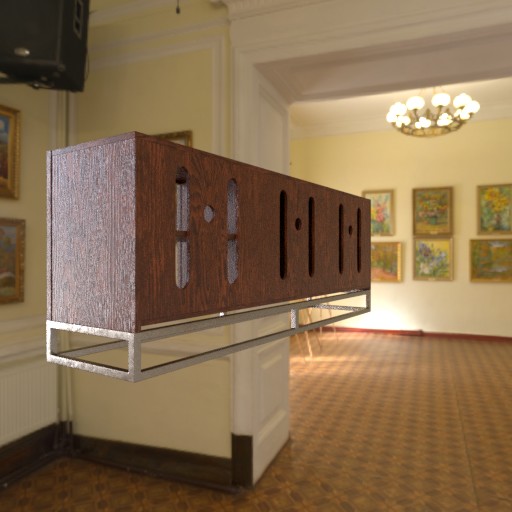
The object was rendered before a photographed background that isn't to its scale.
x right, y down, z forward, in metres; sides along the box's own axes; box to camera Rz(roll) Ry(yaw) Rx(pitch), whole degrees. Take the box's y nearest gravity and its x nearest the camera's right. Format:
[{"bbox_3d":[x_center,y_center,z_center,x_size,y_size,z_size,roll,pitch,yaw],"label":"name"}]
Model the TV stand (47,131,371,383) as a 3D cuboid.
[{"bbox_3d":[0.000,0.000,1.758,0.382,0.578,1.541,0,0,34],"label":"TV stand"}]
